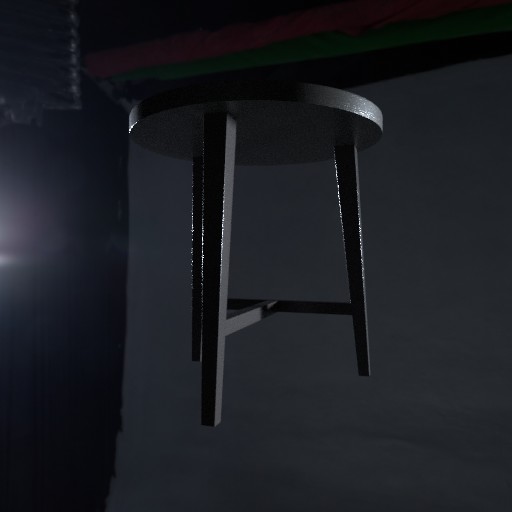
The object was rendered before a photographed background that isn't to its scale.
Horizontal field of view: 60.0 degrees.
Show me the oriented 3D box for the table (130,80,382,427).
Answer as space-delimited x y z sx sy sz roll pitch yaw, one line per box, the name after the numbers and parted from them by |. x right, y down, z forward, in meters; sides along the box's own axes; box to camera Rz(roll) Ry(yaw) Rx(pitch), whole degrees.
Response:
0.000 0.000 0.913 0.500 0.531 0.500 0 0 0 | table
